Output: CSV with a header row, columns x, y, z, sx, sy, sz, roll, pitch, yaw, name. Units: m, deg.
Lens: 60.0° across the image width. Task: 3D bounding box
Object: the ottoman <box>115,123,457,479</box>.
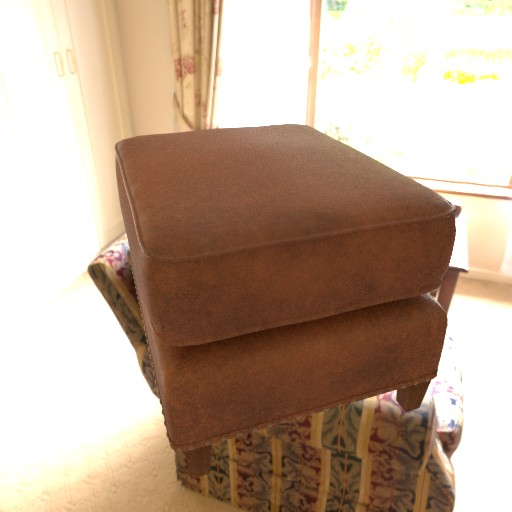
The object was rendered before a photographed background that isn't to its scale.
x,y,z,sx,sy,sz,roll,pitch,yaw,name
0.000,0.000,1.087,0.589,0.537,0.738,-10,31,-17,ottoman
